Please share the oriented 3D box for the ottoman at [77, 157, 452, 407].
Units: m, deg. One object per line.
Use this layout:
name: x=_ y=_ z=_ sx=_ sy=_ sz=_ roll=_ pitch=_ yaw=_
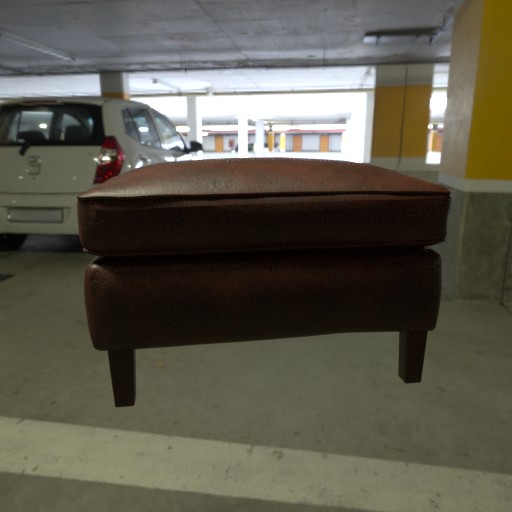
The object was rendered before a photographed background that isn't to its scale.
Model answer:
ottoman: x=0.000 y=0.000 z=0.995 sx=0.665 sy=0.432 sz=0.501 roll=-2 pitch=14 yaw=-8
